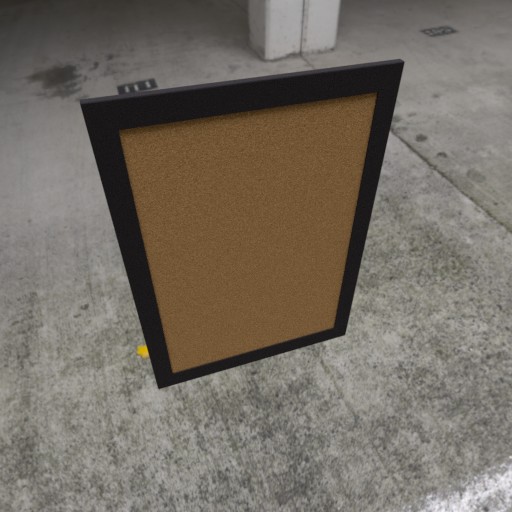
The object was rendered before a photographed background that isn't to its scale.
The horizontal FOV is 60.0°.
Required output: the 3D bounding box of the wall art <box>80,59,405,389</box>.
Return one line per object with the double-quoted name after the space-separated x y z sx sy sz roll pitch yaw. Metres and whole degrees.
0.000 0.000 0.667 0.374 0.529 0.012 -13 44 -14 "wall art"
